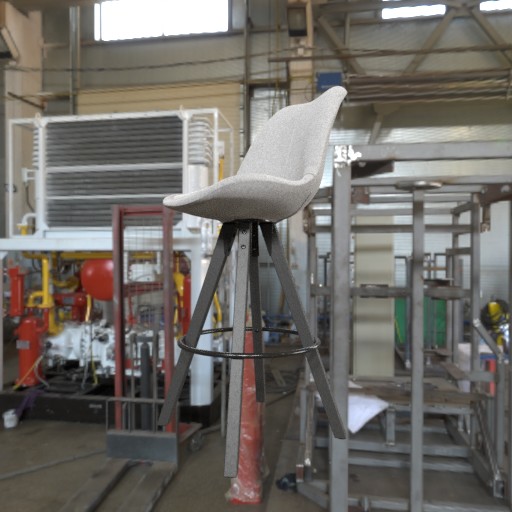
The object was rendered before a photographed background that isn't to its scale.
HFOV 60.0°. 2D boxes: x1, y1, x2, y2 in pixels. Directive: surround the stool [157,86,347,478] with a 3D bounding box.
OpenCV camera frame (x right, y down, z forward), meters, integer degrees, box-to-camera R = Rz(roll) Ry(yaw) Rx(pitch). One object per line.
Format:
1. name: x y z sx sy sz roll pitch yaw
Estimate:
1. stool: 0.000 0.000 1.426 0.550 1.115 0.485 0 0 -36
